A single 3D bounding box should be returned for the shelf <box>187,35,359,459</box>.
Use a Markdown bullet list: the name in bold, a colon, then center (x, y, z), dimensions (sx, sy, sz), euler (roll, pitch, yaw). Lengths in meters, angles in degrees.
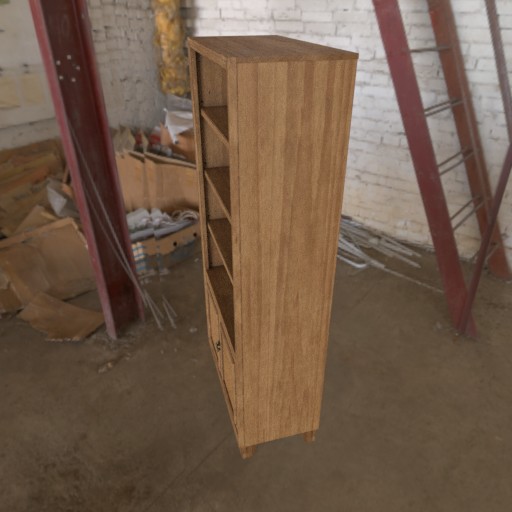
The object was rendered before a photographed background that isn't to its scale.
- **shelf**: center (0.000, 0.000, 2.227), dimensions (0.453, 1.930, 0.864), euler (-8, 31, -14)
